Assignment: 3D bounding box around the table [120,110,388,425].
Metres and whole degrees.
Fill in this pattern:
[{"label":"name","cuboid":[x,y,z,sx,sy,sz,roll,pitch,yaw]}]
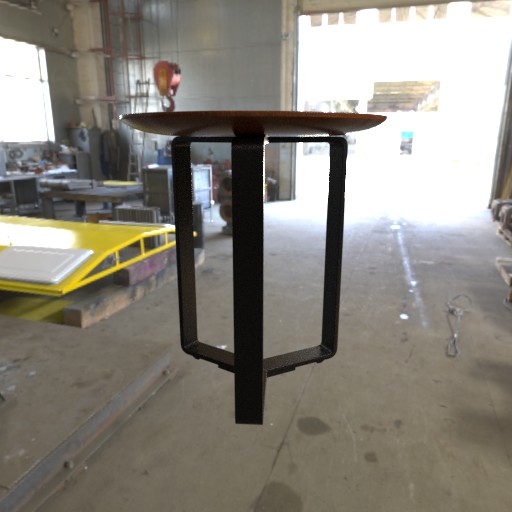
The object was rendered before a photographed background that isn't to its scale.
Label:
[{"label":"table","cuboid":[0.000,0.000,0.753,0.410,0.450,0.380,-7,17,-25]}]
